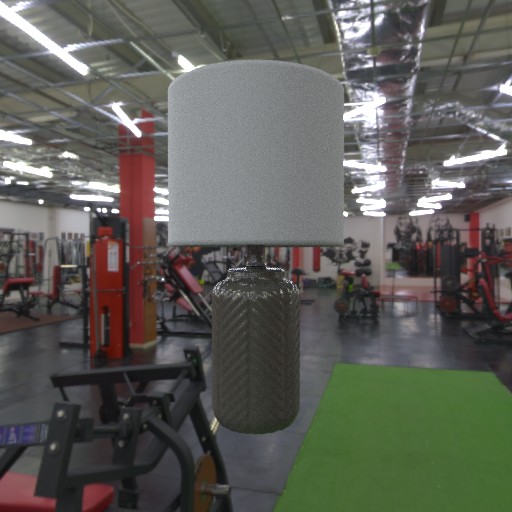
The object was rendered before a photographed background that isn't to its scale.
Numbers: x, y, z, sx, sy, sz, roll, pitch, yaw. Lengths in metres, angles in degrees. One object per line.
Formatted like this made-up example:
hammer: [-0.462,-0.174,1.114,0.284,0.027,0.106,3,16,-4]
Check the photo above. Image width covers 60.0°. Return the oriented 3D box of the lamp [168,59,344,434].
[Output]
lamp: [0.000,0.000,0.523,0.203,0.389,0.203,0,0,18]
